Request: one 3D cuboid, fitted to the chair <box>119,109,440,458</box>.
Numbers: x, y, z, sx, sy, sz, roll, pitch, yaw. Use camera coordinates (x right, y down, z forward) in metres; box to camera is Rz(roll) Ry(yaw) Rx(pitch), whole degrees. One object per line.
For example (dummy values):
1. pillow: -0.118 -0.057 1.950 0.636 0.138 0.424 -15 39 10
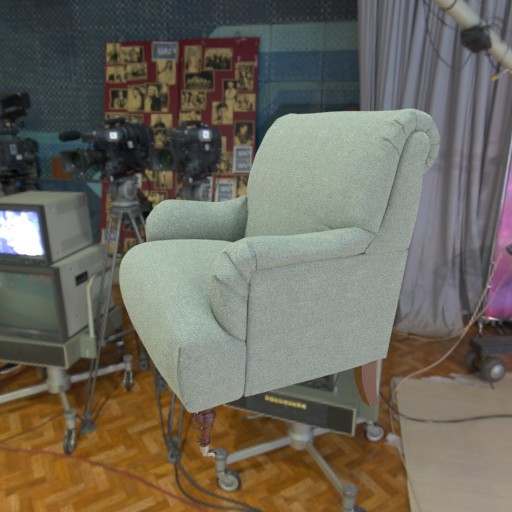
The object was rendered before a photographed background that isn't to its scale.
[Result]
1. chair: 0.000 0.000 1.885 1.060 1.178 0.964 -8 18 -25
